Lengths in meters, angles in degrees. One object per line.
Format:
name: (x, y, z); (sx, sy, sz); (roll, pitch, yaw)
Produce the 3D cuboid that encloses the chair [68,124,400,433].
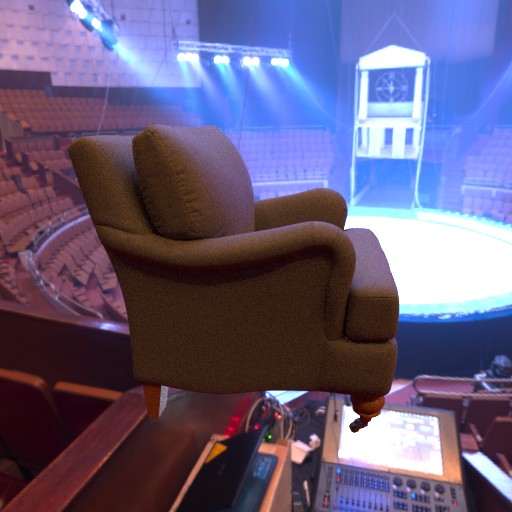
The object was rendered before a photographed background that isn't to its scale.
chair: (0.000, 0.000, 1.832); (1.070, 1.038, 0.955); (3, 16, 9)
